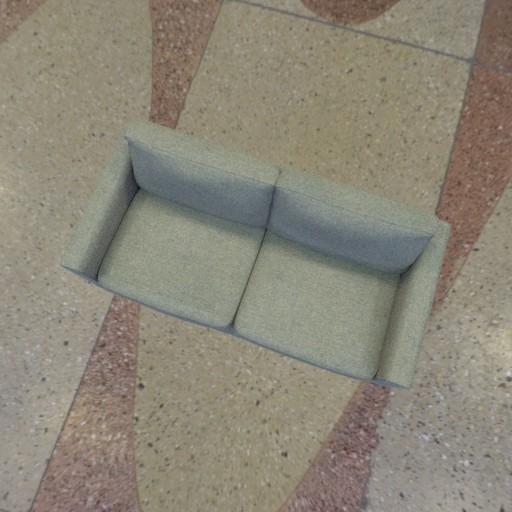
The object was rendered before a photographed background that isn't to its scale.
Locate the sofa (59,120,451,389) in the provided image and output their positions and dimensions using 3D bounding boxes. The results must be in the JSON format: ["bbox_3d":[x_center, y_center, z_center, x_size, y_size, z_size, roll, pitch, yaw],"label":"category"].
[{"bbox_3d":[0.000,0.000,2.578,1.978,0.892,0.969,19,76,5],"label":"sofa"}]
